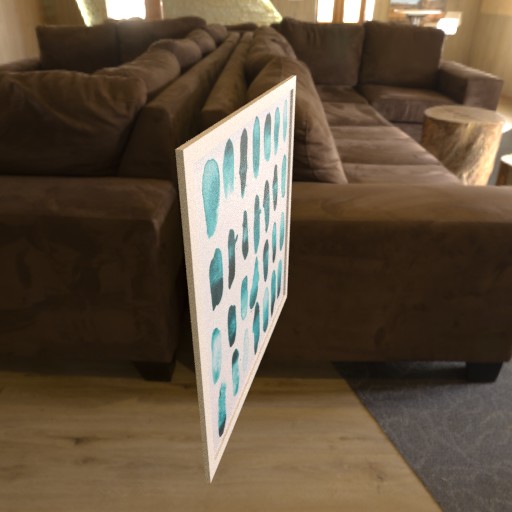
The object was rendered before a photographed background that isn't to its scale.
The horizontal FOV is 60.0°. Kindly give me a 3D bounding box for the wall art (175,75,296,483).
[{"bbox_3d":[0.000,0.000,0.827,0.009,0.559,0.558,8,31,14],"label":"wall art"}]
